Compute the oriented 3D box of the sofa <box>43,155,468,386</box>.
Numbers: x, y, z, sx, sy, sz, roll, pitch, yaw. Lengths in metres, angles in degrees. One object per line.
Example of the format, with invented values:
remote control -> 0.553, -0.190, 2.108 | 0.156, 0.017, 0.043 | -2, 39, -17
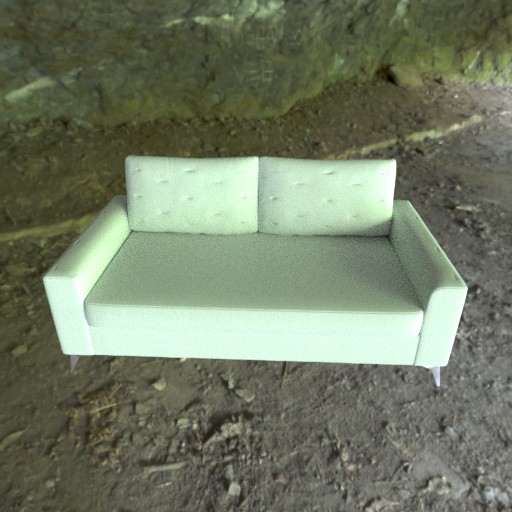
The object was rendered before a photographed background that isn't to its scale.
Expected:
sofa -> 0.000, 0.000, 2.117 | 1.650, 0.790, 0.920 | 1, 29, 2
